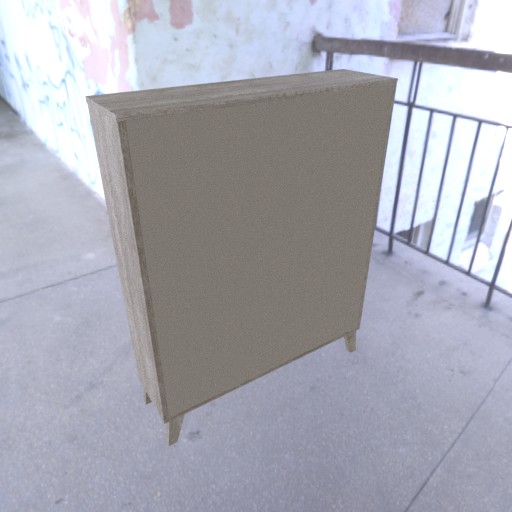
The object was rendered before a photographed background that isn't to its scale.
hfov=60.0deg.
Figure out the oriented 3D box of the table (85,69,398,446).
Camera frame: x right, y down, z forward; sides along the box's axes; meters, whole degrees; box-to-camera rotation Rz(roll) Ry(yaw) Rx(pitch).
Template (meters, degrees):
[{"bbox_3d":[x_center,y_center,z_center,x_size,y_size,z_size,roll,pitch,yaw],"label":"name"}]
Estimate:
[{"bbox_3d":[0.000,0.000,1.566,0.902,1.135,0.256,-18,35,-28],"label":"table"}]
